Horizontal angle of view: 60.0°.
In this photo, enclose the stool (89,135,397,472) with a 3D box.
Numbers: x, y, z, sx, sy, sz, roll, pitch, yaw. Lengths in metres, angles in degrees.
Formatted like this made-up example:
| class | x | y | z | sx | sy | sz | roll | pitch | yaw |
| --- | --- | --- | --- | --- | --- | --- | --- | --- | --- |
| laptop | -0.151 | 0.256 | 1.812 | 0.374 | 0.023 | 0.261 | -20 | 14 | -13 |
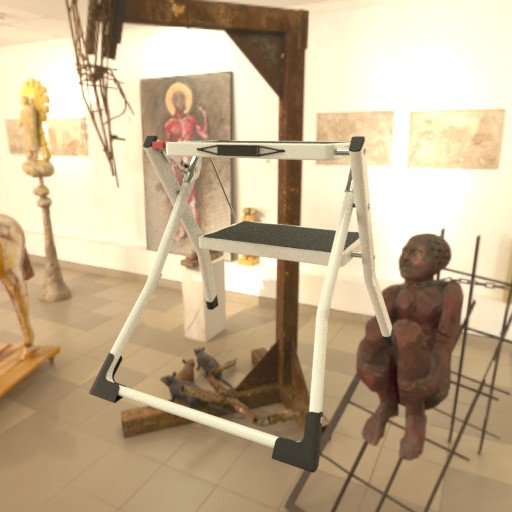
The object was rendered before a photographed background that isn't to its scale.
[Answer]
| class | x | y | z | sx | sy | sz | roll | pitch | yaw |
| --- | --- | --- | --- | --- | --- | --- | --- | --- | --- |
| stool | 0.000 | 0.000 | 0.849 | 0.485 | 0.445 | 0.490 | 8 | 17 | 26 |
